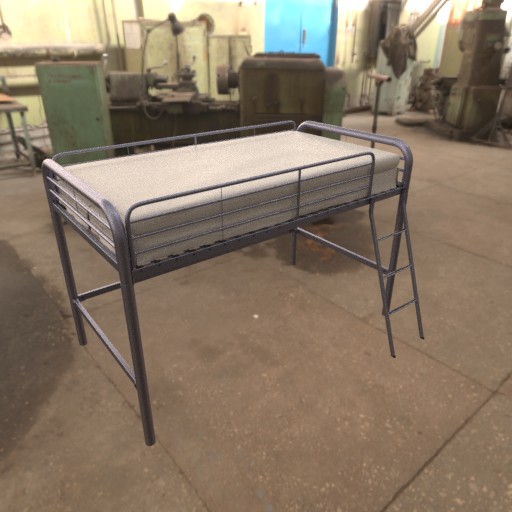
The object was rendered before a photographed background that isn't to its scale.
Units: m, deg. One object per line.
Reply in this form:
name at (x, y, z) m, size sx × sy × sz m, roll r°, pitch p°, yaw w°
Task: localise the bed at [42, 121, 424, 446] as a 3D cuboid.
bed at (0.000, 0.000, 2.768) m, size 1.965 × 1.288 × 1.415 m, roll -19°, pitch 32°, yaw -33°
